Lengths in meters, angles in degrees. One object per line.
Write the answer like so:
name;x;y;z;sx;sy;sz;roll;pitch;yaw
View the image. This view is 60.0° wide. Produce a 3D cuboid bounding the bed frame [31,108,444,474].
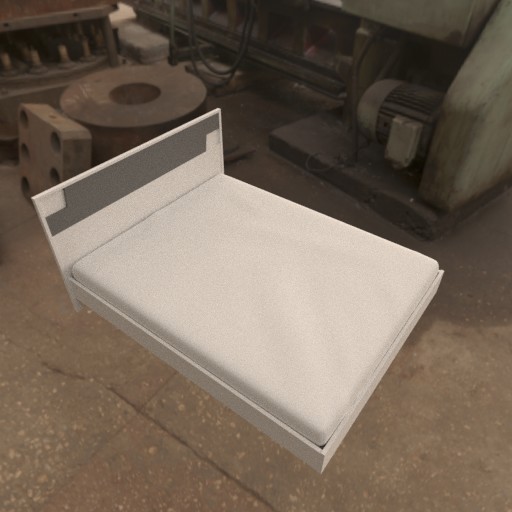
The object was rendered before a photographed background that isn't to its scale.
bed frame;0.000;0.000;3.027;2.100;1.001;1.711;26;47;27
